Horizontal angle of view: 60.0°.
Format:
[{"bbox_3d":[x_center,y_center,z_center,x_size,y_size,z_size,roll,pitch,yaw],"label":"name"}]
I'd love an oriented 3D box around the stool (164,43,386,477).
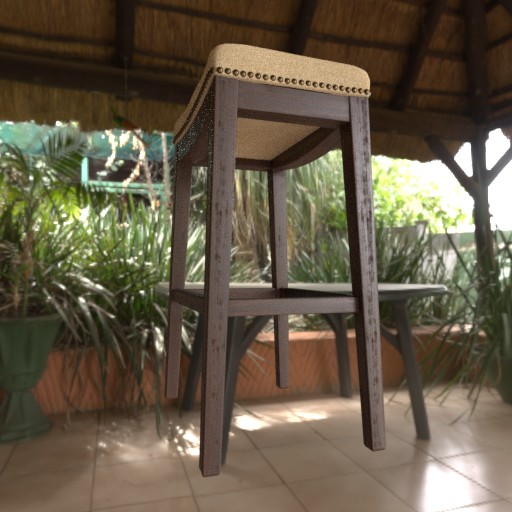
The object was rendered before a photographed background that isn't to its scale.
[{"bbox_3d":[0.000,0.000,1.055,0.363,0.768,0.509,1,-2,-19],"label":"stool"}]
